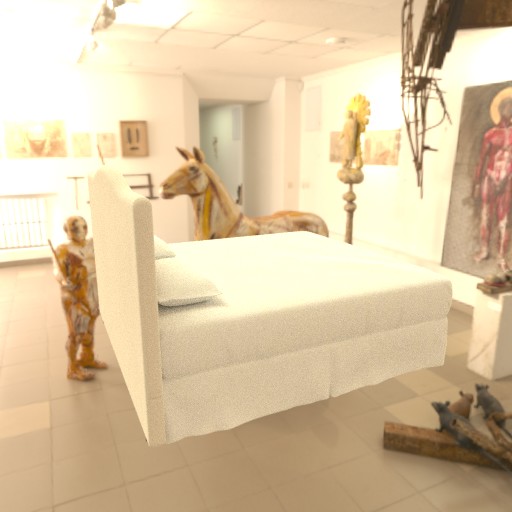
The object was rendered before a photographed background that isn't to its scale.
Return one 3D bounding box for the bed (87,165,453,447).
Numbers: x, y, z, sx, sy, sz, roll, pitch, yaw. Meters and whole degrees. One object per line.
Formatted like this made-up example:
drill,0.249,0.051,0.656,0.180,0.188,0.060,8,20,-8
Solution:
bed,0.000,0.000,3.424,2.182,1.421,2.083,-7,16,-25
